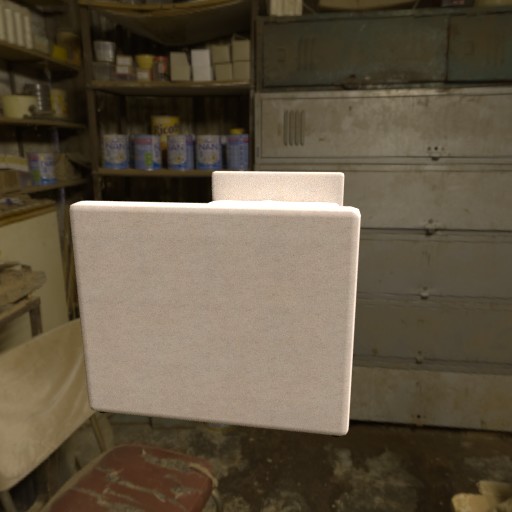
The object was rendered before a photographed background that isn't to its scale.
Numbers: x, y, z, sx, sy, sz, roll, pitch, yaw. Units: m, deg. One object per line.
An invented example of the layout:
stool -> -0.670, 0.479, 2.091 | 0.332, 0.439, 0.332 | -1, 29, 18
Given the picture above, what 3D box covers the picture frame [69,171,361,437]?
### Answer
picture frame -> 0.000, 0.000, 2.694 | 1.069, 0.891, 2.161 | 2, 14, 9
